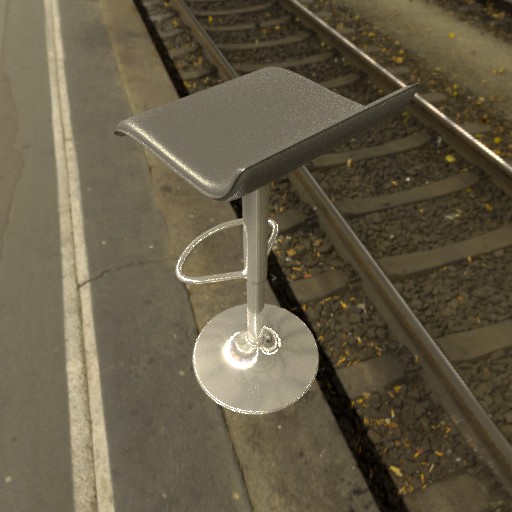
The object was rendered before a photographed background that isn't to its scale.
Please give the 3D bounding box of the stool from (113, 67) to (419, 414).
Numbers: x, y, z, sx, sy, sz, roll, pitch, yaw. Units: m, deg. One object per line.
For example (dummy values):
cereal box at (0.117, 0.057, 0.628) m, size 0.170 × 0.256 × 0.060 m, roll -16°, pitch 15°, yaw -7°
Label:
stool at (0.000, 0.000, 1.030) m, size 0.381 × 0.851 × 0.381 m, roll -32°, pitch 54°, yaw -27°
